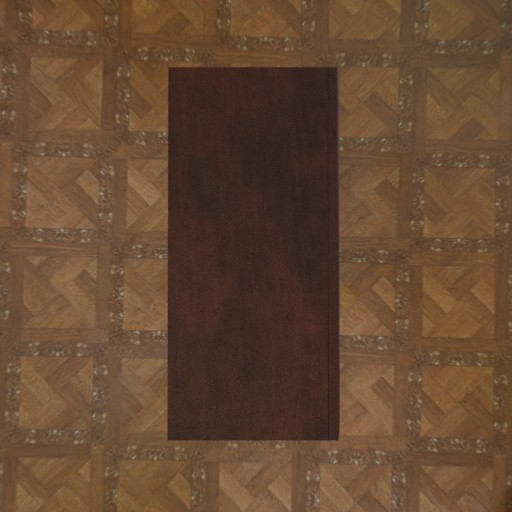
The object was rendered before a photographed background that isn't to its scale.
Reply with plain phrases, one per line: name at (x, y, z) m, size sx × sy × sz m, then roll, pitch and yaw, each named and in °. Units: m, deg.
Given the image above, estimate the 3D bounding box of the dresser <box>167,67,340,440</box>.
dresser at (0.000, 0.000, 2.030) m, size 0.506 × 1.514 × 1.072 m, roll 0°, pitch 89°, yaw 0°
